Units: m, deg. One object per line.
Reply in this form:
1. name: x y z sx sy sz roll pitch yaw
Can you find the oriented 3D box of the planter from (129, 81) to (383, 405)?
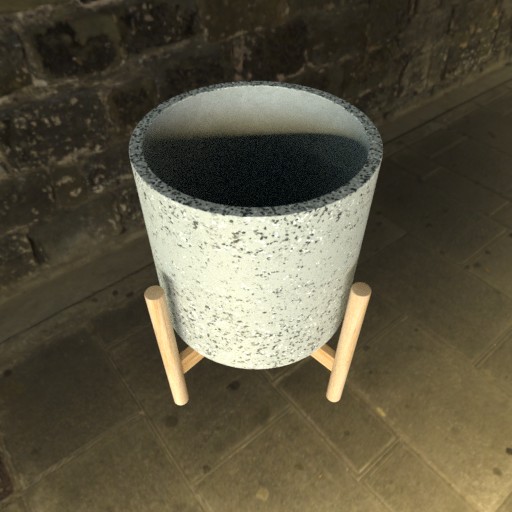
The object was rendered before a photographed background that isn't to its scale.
1. planter: 0.000 0.000 0.688 0.360 0.419 0.360 -17 48 -16
